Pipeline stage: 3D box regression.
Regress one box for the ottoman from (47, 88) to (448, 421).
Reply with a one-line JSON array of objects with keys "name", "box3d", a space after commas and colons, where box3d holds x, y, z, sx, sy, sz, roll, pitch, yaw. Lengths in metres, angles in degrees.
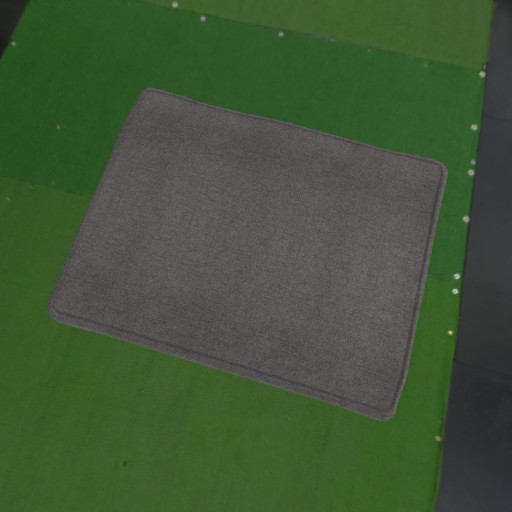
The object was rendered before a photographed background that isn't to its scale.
[{"name": "ottoman", "box3d": [0.000, 0.000, 1.240, 0.833, 0.492, 0.652, 16, 75, 4]}]
